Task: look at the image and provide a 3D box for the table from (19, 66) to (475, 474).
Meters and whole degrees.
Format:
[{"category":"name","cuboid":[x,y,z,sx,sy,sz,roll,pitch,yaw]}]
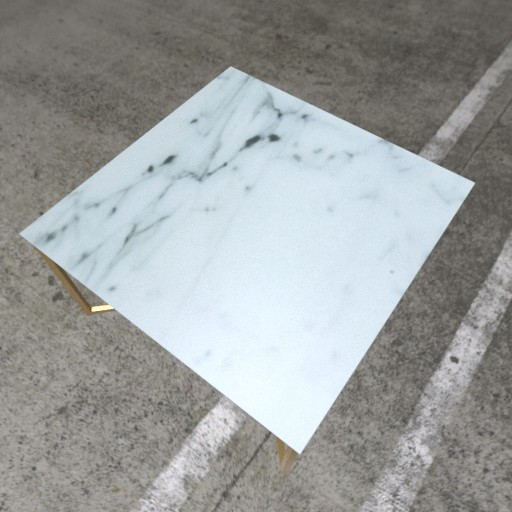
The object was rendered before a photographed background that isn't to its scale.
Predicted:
[{"category":"table","cuboid":[0.000,0.000,1.279,0.800,0.450,0.800,33,63,19]}]
